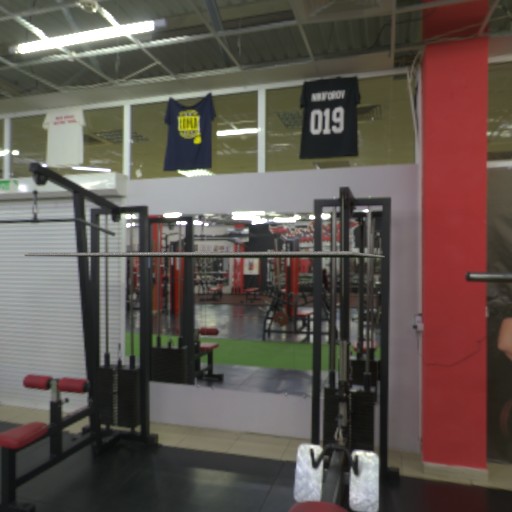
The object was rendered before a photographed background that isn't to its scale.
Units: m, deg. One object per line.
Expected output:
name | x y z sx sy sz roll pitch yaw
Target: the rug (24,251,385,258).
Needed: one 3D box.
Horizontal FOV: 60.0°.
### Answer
rug | 0.000 0.000 2.348 1.224 0.012 1.847 0 0 19
